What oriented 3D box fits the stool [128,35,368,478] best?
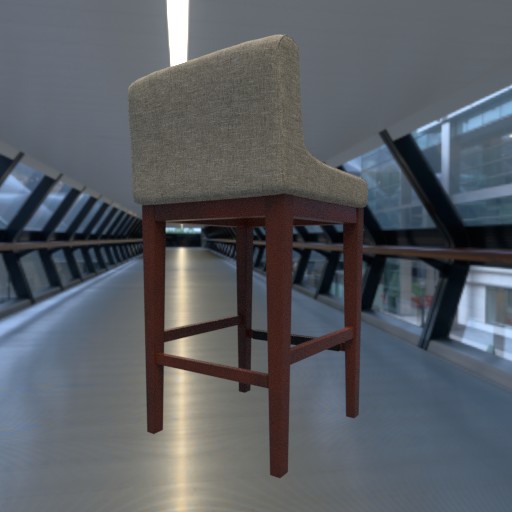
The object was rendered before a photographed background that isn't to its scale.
[{"bbox_3d":[0.000,0.000,1.091,0.417,0.835,0.459,1,1,35],"label":"stool"}]
